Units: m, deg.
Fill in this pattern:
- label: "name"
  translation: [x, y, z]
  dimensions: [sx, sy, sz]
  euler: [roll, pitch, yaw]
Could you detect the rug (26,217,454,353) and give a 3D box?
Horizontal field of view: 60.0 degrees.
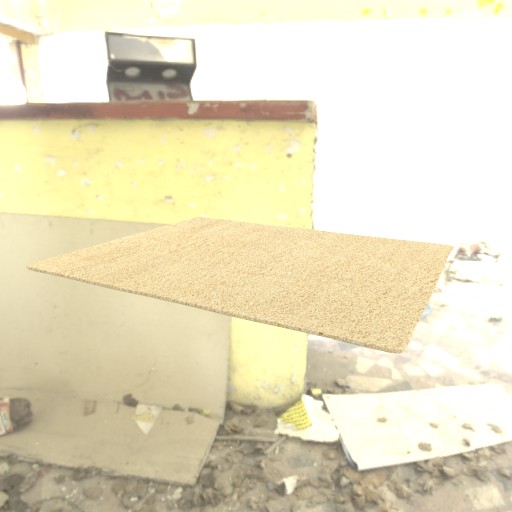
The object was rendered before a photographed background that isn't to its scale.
- label: "rug"
  translation: [0.000, 0.000, 3.908]
  dimensions: [3.001, 0.025, 2.401]
  euler: [9, 18, 28]
